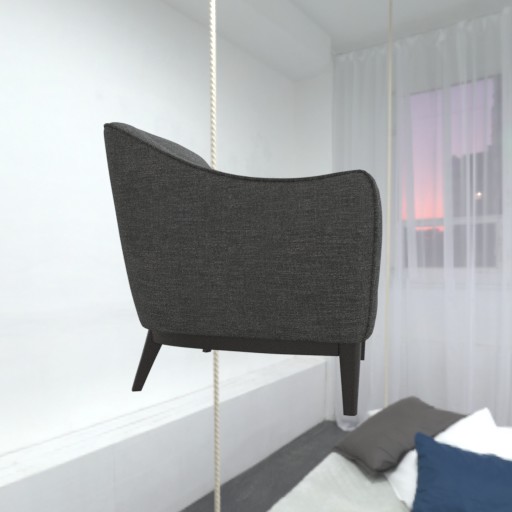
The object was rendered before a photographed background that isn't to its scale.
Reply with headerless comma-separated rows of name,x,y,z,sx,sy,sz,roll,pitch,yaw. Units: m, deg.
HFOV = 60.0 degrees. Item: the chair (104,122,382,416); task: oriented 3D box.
chair,0.000,0.000,1.563,0.851,0.829,0.870,0,0,15
